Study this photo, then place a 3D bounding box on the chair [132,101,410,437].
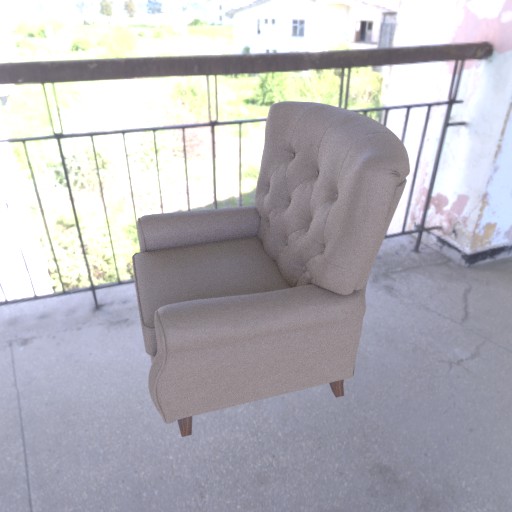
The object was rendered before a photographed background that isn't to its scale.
[{"bbox_3d":[0.000,0.000,1.900,1.041,1.138,0.999,-9,31,-15],"label":"chair"}]
